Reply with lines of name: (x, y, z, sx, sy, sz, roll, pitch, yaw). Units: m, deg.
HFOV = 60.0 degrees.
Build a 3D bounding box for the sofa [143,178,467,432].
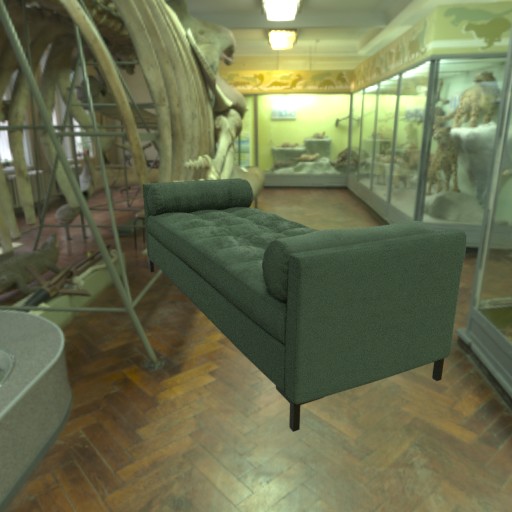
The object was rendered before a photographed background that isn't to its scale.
sofa: (0.000, 0.000, 2.527, 0.817, 0.681, 2.130, -8, 18, -26)
